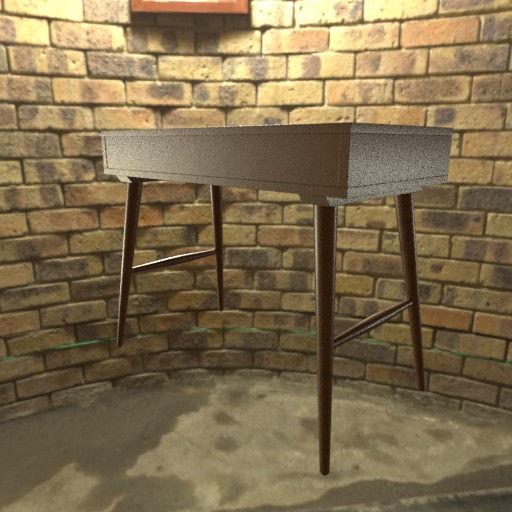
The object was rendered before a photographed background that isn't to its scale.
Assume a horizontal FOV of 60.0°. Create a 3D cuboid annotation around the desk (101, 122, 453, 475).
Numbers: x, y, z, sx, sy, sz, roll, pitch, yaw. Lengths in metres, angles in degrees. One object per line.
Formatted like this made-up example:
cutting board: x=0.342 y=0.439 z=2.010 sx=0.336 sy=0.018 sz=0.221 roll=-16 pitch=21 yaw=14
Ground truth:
desk: x=0.000 y=0.000 z=1.381 sx=0.949 sy=0.758 sz=0.510 roll=14 pitch=20 yaw=43
